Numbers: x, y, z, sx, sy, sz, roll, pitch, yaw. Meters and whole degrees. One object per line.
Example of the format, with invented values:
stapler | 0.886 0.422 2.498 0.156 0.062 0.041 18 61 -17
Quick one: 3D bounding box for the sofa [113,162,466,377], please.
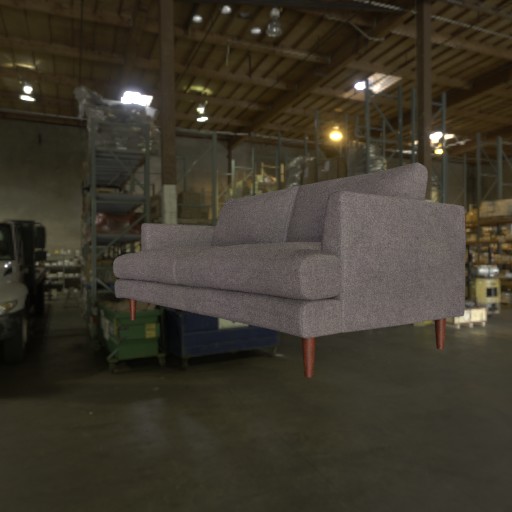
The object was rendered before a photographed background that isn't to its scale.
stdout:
sofa | 0.000 0.000 2.533 1.020 0.868 1.948 0 0 -36
